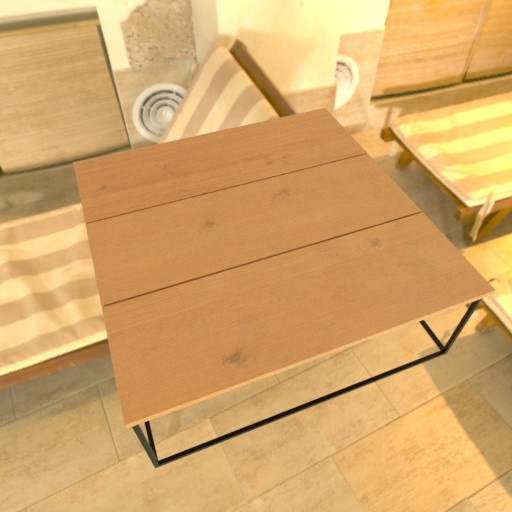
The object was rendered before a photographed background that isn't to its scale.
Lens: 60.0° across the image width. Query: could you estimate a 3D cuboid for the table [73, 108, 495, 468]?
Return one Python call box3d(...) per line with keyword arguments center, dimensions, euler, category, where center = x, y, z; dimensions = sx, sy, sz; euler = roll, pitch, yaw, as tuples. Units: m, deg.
box3d(center=(0.000, 0.000, 1.673), dimensions=(1.100, 0.400, 1.100), euler=(-16, 51, -14), category="table")
